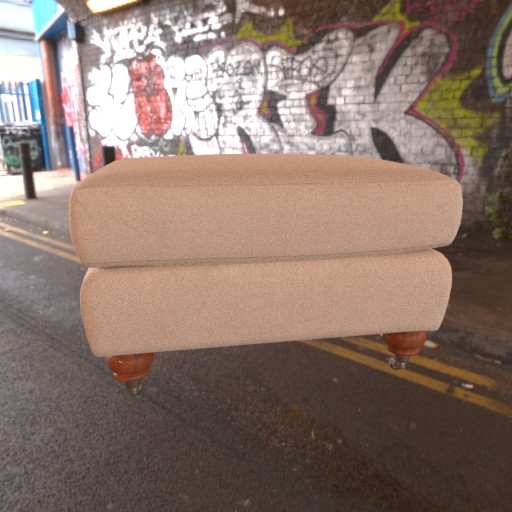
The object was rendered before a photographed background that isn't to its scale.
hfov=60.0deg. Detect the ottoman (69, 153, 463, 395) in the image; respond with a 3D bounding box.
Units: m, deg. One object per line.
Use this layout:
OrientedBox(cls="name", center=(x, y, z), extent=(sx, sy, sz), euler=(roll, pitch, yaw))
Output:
OrientedBox(cls="ottoman", center=(0.000, 0.000, 1.121), extent=(0.773, 0.499, 0.569), euler=(-3, 16, -10))
